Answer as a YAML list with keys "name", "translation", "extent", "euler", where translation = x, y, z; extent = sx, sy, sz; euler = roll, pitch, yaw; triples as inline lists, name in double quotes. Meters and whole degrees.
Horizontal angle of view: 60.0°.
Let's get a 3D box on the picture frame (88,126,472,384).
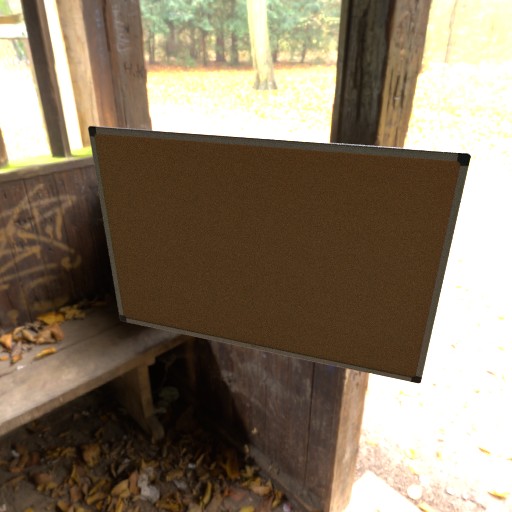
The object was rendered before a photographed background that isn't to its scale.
- name: "picture frame"
  translation: [0.000, 0.000, 1.137]
  extent: [0.900, 0.600, 0.010]
  euler: [9, 28, 16]
